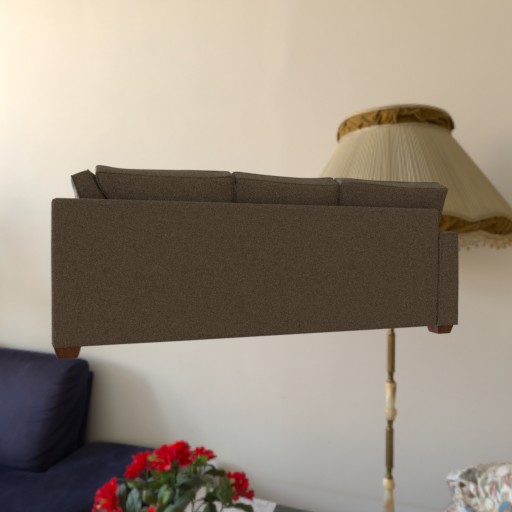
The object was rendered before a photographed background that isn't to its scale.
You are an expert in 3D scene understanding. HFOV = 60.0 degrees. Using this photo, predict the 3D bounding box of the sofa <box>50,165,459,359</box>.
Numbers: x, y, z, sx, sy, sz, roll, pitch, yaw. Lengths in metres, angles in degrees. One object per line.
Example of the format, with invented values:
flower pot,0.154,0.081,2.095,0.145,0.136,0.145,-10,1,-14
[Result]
sofa,0.000,0.000,2.894,2.317,0.962,1.061,0,1,-17
